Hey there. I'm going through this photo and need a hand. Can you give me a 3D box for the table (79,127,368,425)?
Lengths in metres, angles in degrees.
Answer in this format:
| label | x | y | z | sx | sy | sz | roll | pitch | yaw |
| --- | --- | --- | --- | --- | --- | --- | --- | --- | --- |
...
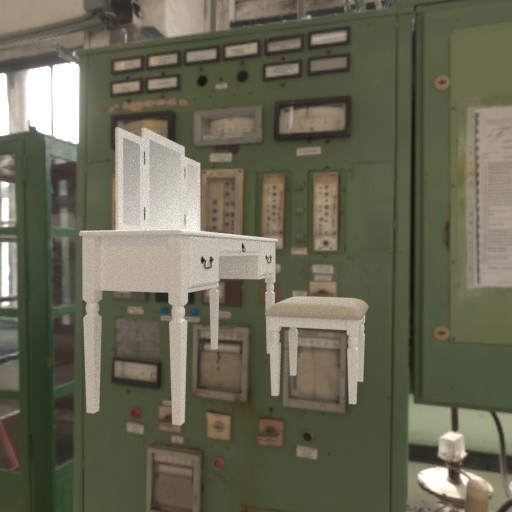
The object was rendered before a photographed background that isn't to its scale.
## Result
| label | x | y | z | sx | sy | sz | roll | pitch | yaw |
| --- | --- | --- | --- | --- | --- | --- | --- | --- | --- |
| table | 0.000 | 0.000 | 2.311 | 1.115 | 1.310 | 1.369 | 0 | 1 | 18 |
